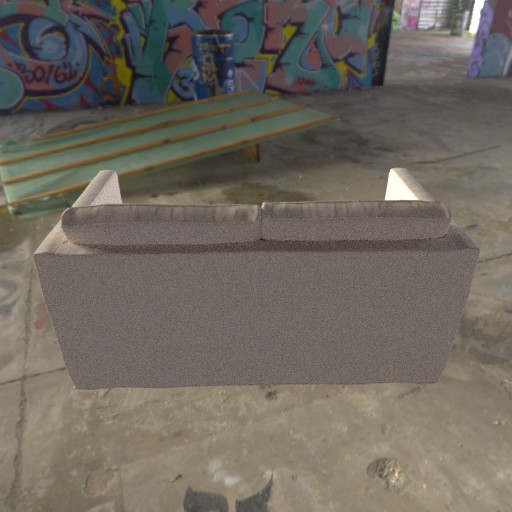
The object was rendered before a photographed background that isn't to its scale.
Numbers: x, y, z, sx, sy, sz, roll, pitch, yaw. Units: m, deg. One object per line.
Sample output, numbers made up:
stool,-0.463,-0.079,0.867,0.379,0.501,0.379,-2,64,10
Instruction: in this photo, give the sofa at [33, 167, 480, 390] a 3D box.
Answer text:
sofa,0.000,0.000,2.228,1.746,0.834,0.962,-1,31,-1
